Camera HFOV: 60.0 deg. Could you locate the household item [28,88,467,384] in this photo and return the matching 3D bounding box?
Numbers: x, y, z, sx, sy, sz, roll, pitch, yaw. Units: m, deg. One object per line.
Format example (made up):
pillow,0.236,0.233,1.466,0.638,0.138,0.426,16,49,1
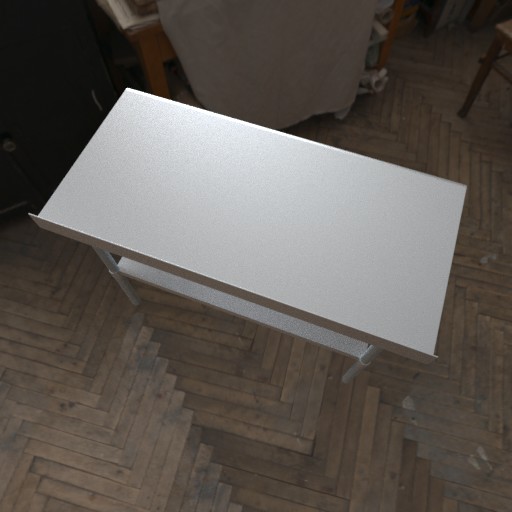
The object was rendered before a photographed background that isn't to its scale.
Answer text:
household item,0.000,0.000,1.732,1.219,0.851,0.610,19,65,9
